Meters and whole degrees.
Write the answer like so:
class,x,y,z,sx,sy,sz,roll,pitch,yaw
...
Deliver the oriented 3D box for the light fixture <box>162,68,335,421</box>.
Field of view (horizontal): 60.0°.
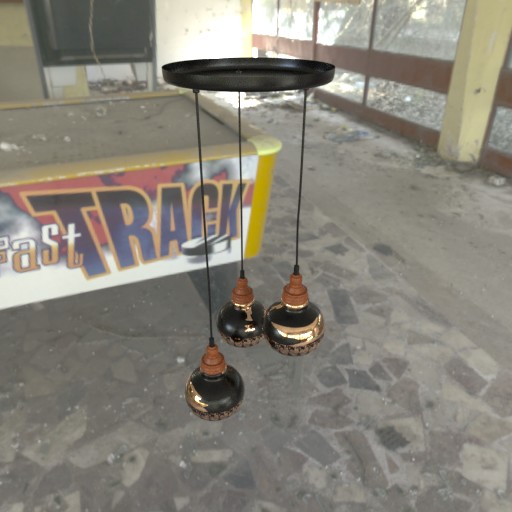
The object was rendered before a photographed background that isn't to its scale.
class,x,y,z,sx,sy,sz,roll,pitch,yaw
light fixture,0.000,0.000,1.778,0.605,1.410,0.608,8,30,14
